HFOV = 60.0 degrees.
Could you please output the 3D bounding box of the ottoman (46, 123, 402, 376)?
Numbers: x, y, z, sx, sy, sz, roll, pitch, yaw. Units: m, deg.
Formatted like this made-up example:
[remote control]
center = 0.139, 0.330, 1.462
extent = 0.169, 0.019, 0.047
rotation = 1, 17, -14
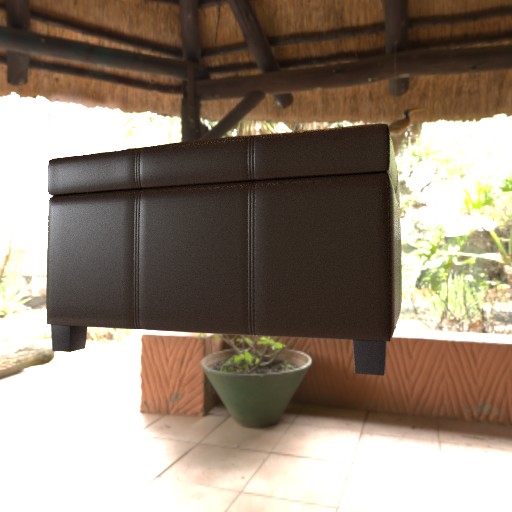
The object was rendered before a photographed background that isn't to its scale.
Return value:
[ottoman]
center = 0.000, 0.000, 1.267
extent = 0.787, 0.460, 0.788
rotation = -1, -2, 19
